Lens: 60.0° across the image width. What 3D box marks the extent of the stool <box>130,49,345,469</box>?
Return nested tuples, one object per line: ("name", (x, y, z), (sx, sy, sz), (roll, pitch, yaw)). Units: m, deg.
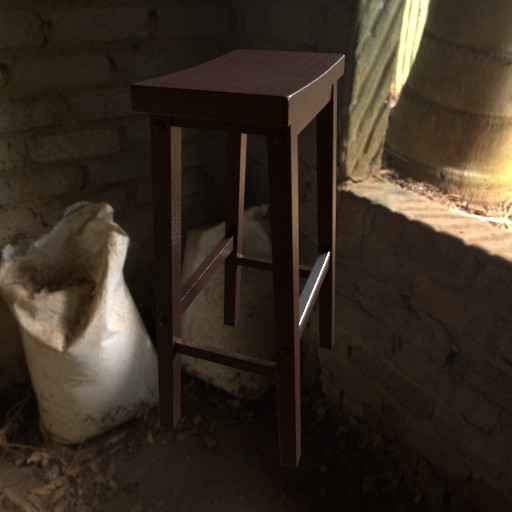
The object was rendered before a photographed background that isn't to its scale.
("stool", (0.000, 0.000, 0.934), (0.322, 0.742, 0.406), (11, 33, 17))
